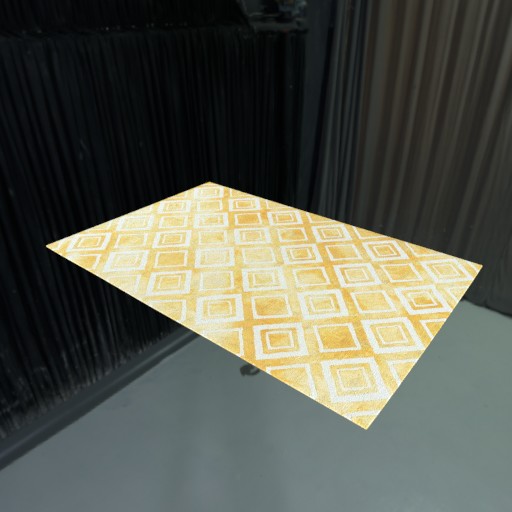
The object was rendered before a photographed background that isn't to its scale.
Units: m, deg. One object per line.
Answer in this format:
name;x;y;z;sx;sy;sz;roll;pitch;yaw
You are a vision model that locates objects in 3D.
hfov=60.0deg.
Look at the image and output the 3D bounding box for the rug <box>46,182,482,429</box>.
rug;0.000;0.000;2.218;1.829;0.010;1.213;22;36;33
